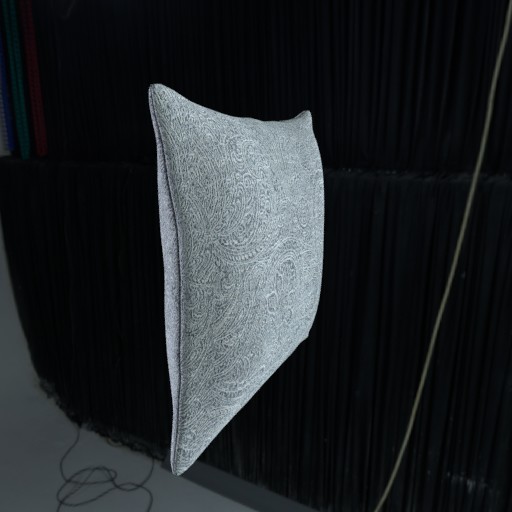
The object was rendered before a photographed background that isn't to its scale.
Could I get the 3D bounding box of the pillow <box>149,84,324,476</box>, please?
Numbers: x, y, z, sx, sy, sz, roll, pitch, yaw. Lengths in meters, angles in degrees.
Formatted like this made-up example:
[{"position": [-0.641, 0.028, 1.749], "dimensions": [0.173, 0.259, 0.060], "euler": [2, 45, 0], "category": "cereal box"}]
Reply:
[{"position": [0.000, 0.000, 0.769], "dimensions": [0.166, 0.510, 0.523], "euler": [7, 16, 25], "category": "pillow"}]
